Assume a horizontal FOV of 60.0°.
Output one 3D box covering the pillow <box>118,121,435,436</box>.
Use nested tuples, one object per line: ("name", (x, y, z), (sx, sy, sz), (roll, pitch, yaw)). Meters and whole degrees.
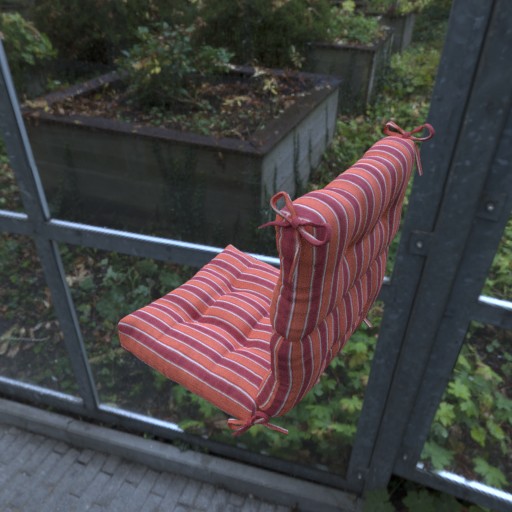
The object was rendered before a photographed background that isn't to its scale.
("pillow", (0.000, 0.000, 1.040), (0.571, 0.605, 0.519), (22, 40, 29))
